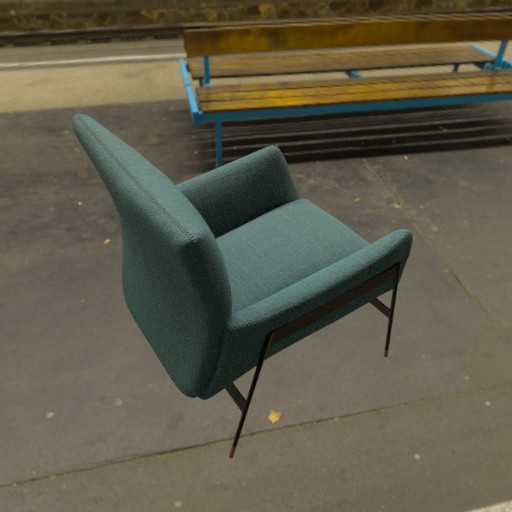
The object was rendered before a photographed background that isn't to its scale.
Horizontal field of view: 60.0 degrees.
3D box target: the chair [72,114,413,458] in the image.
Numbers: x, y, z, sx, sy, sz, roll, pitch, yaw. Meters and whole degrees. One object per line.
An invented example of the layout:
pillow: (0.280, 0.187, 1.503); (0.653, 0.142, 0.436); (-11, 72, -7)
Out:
chair: (0.000, 0.000, 1.392); (0.769, 0.859, 0.678); (-23, 45, -26)
